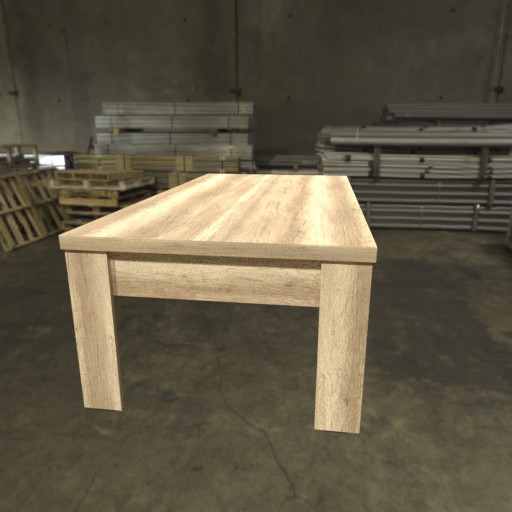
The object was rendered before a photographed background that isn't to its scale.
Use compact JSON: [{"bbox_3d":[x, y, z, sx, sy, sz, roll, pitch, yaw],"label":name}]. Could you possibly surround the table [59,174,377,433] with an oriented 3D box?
[{"bbox_3d":[0.000,0.000,1.655,0.700,0.460,1.350,2,17,8],"label":"table"}]
